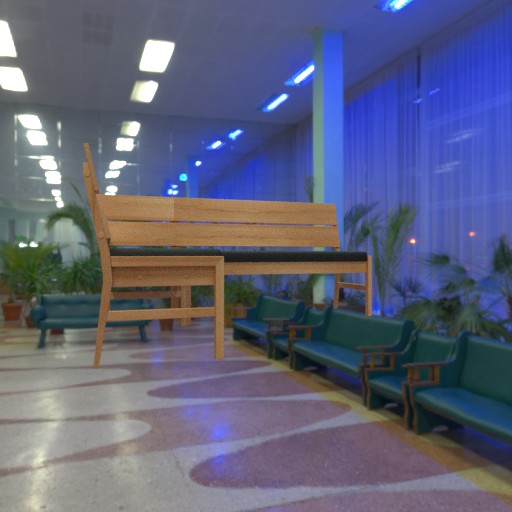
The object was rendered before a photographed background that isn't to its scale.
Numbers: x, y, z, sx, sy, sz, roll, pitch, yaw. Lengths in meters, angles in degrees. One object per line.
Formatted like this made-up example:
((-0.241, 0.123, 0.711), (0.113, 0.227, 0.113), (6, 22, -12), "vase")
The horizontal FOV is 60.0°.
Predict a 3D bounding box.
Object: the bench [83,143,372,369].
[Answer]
((0.000, 0.000, 2.780), (1.948, 0.890, 1.548), (0, 0, -19), "bench")
